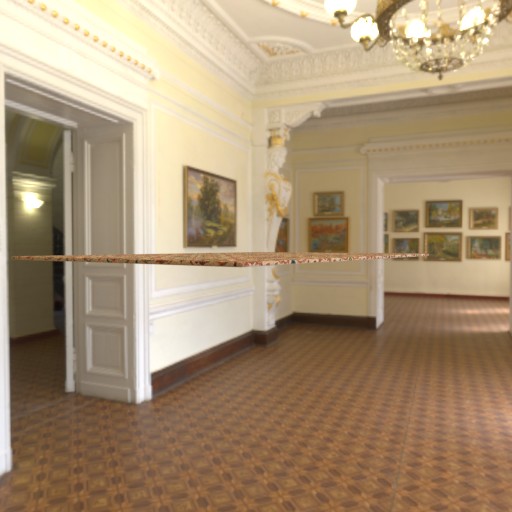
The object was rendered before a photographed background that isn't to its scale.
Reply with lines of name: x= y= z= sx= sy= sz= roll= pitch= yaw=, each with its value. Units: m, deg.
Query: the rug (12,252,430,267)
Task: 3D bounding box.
rug: x=0.000 y=0.000 z=2.824 sx=1.541 sy=0.018 sz=2.297 roll=1 pitch=1 yaw=36
